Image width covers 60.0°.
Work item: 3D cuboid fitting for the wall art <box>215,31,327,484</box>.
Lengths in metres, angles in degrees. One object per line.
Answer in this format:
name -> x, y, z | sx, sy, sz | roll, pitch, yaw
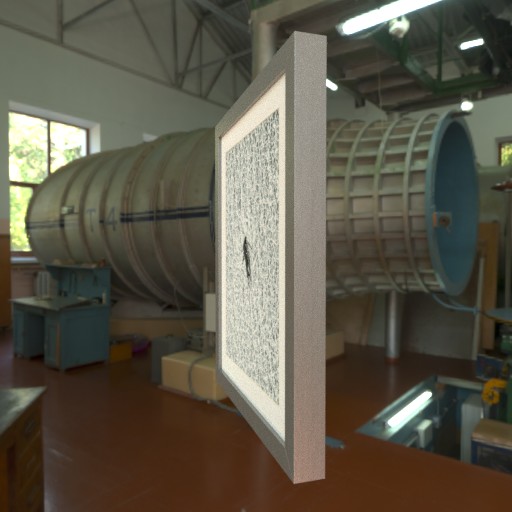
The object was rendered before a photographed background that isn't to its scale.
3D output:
wall art -> 0.000, 0.000, 0.522 | 0.030, 0.379, 0.308 | 0, 1, -18
